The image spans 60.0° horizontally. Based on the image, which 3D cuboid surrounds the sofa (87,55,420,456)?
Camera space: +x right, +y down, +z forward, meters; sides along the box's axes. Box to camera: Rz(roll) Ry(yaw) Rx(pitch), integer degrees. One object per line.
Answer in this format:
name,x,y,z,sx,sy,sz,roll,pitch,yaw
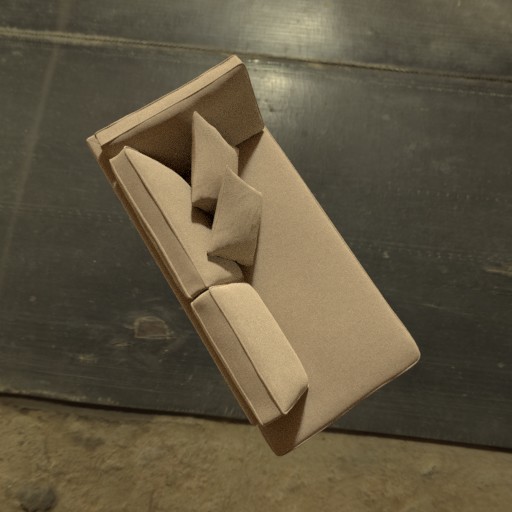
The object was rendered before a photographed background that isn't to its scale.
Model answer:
sofa,0.000,0.000,2.867,1.110,1.033,2.237,-31,80,-6
